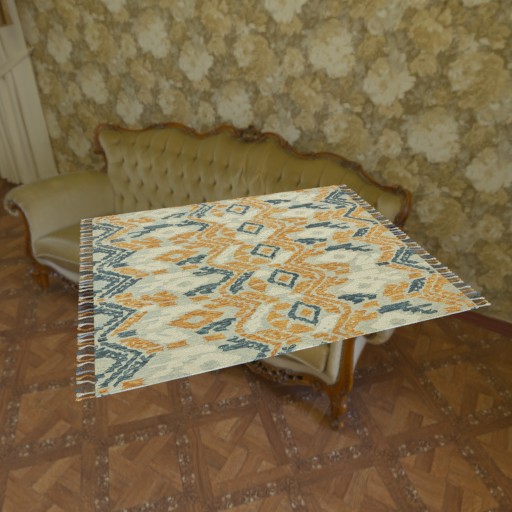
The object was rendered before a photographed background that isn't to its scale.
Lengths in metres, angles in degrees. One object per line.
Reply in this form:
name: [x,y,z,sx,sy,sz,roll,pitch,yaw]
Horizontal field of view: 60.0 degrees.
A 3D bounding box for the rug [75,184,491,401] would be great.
rug: [0.000,0.000,4.011,3.048,0.010,2.439,-10,34,-15]
